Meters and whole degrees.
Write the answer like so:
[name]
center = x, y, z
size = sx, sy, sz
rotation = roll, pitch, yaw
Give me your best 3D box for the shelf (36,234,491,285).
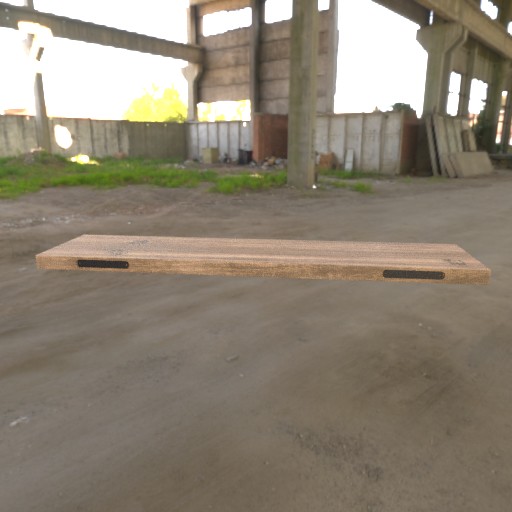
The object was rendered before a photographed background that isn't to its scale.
[shelf]
center = 0.000, 0.000, 0.659
size = 0.610, 0.020, 0.140
rotation = 2, 15, 7
